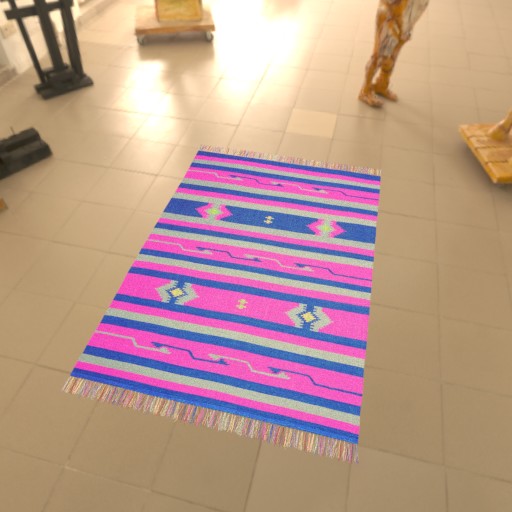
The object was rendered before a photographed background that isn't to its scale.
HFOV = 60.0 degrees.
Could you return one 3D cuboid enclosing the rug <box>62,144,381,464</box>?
[{"bbox_3d":[0.000,0.000,2.940,1.539,0.013,2.350,10,48,9],"label":"rug"}]
